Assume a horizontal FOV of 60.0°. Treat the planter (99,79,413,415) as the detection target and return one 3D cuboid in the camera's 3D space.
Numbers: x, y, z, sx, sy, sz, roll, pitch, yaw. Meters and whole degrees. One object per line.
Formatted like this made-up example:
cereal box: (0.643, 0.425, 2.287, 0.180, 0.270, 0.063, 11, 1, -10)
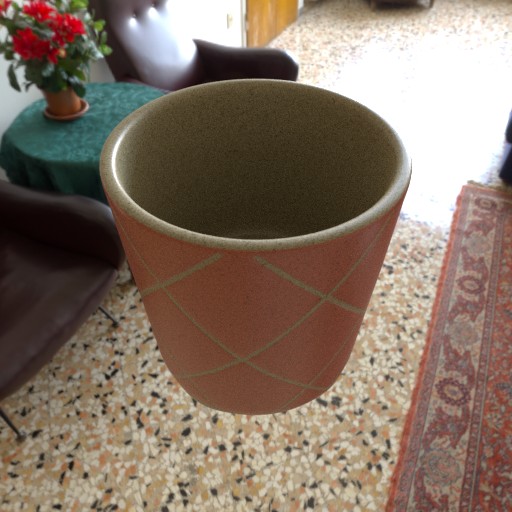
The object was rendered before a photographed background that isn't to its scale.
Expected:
planter: (0.000, 0.000, 0.347, 0.191, 0.200, 0.191, 0, 45, 0)
